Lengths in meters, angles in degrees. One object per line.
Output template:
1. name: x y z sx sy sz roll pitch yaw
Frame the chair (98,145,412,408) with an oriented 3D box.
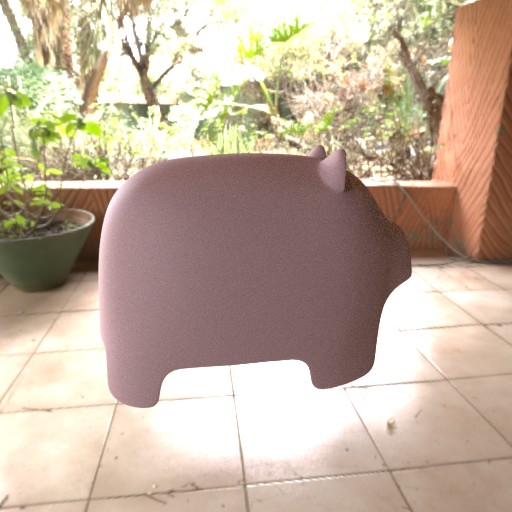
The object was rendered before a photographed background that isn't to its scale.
1. chair: 0.000 0.000 0.888 0.619 0.423 0.364 -2 17 -8
